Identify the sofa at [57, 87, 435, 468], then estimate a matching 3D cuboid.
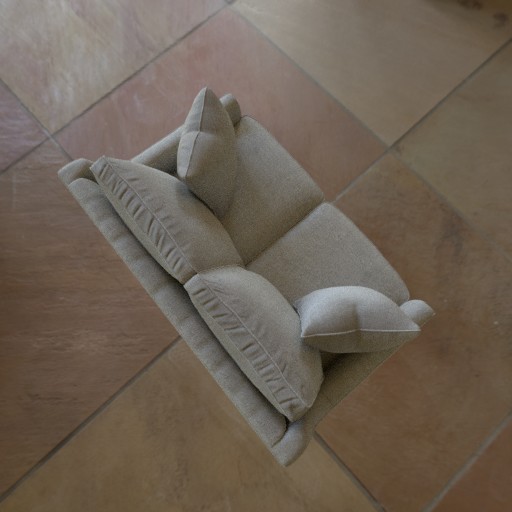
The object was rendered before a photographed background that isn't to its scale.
[{"bbox_3d":[0.000,0.000,2.021,0.915,0.863,1.422,-39,78,-10],"label":"sofa"}]
